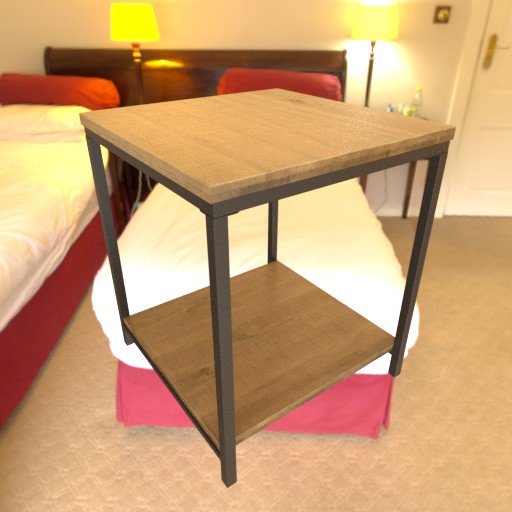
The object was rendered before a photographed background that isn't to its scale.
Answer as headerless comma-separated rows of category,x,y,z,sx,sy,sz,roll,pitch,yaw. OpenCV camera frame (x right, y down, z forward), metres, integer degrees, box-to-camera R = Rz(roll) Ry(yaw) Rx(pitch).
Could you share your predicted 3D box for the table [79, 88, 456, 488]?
table,0.000,0.000,0.975,0.503,0.589,0.507,-20,35,-31
